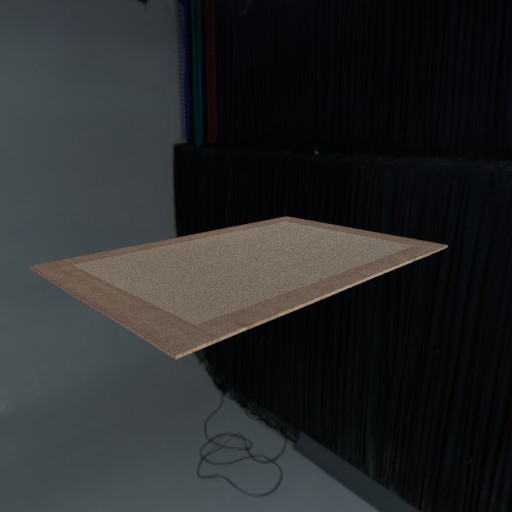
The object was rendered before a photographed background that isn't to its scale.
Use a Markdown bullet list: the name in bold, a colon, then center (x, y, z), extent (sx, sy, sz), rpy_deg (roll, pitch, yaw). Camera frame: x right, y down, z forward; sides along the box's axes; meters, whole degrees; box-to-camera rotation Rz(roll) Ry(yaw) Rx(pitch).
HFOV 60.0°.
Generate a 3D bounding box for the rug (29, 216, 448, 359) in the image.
- **rug**: center (0.000, 0.000, 2.298), extent (1.829, 0.014, 1.219), rpy_deg (-15, 21, -42)
